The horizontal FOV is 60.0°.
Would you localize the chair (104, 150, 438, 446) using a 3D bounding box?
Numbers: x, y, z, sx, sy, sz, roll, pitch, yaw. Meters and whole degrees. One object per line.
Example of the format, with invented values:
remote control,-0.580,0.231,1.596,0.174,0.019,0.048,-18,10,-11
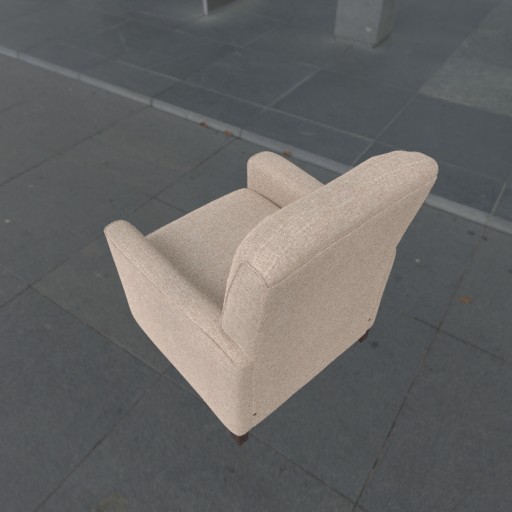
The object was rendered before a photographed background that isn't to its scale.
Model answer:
chair,0.000,0.000,1.658,0.841,1.028,0.858,-32,53,-28
